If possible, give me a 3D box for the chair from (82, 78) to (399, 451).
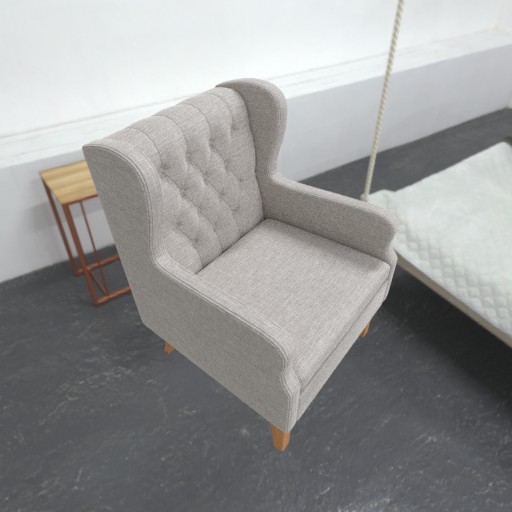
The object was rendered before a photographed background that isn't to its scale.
[{"bbox_3d":[0.000,0.000,1.521,0.760,0.930,0.710,26,48,27],"label":"chair"}]
